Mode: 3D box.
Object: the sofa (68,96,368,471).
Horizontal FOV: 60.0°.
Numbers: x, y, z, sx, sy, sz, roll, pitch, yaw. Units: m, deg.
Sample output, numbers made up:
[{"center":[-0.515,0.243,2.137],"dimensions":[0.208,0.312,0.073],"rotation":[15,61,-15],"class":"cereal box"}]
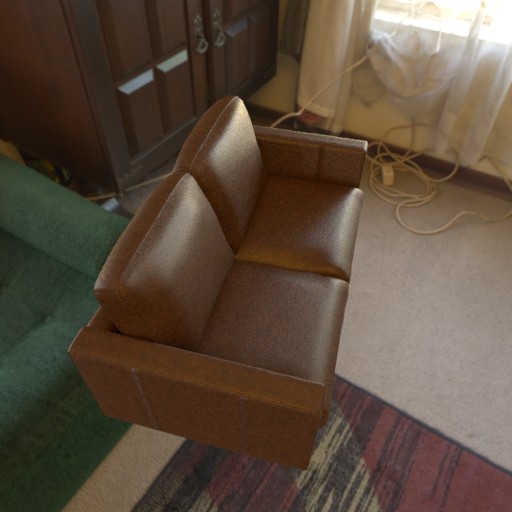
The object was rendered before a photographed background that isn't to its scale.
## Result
[{"center":[0.000,0.000,2.094],"dimensions":[0.909,0.951,1.578],"rotation":[11,48,10],"class":"sofa"}]
